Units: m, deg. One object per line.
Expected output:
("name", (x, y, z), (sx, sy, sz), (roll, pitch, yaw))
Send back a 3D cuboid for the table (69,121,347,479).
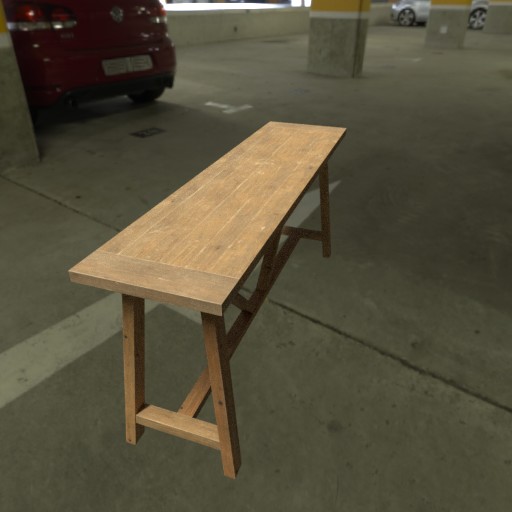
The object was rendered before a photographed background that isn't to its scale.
("table", (0.000, 0.000, 2.103), (0.465, 0.810, 1.800), (10, 32, 17))
